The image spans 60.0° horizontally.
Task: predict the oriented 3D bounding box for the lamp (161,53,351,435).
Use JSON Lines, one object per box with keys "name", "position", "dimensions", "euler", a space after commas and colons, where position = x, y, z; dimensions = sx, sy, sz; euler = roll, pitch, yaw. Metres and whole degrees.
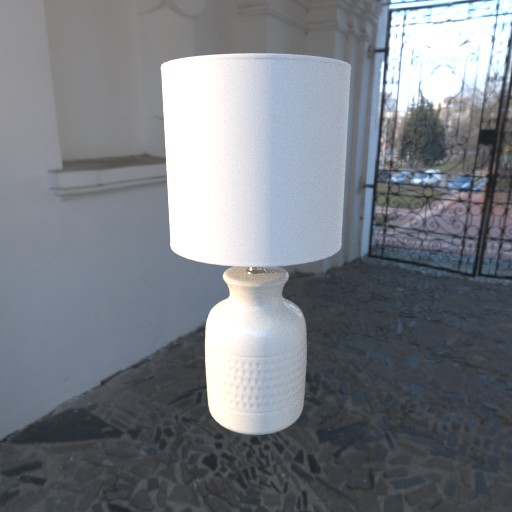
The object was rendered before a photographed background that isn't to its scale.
{"name": "lamp", "position": [0.000, 0.000, 0.500], "dimensions": [0.188, 0.392, 0.188], "euler": [-15, 22, -42]}
